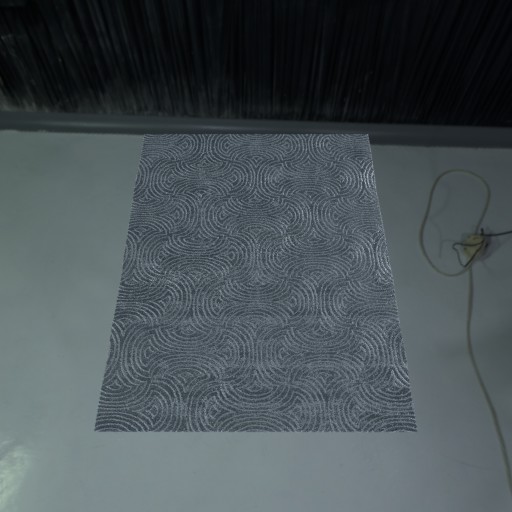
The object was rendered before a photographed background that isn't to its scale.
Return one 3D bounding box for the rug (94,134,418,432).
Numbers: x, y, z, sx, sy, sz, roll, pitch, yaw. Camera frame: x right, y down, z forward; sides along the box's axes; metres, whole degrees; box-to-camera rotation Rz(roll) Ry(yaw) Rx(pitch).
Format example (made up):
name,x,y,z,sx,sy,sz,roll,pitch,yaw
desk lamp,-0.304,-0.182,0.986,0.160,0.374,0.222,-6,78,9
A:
name,x,y,z,sx,sy,sz,roll,pitch,yaw
rug,0.000,0.000,4.084,2.456,0.021,3.042,0,61,0
